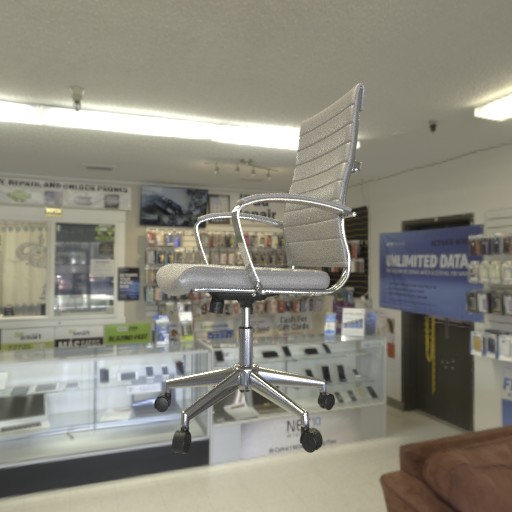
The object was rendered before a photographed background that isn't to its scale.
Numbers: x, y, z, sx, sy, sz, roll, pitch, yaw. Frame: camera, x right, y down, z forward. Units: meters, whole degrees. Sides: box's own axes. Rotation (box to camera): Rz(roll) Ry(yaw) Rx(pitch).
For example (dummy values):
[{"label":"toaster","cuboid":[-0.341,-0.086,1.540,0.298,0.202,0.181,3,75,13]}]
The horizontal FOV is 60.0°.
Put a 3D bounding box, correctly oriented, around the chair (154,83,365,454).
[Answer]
[{"label":"chair","cuboid":[0.000,0.000,1.575,0.667,1.149,0.679,0,-1,-20]}]
